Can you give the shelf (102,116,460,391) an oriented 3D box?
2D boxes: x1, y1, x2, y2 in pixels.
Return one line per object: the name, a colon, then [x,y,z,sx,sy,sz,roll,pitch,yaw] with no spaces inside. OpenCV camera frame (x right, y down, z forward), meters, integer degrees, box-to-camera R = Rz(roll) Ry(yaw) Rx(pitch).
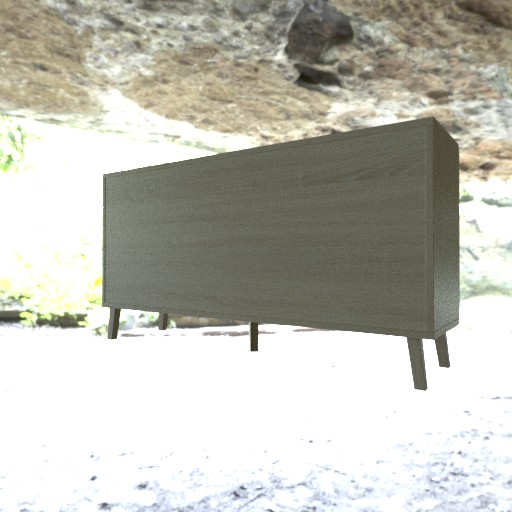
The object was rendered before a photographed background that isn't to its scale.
shelf: [0.000,0.000,1.832,1.490,0.780,0.400,0,0,35]
